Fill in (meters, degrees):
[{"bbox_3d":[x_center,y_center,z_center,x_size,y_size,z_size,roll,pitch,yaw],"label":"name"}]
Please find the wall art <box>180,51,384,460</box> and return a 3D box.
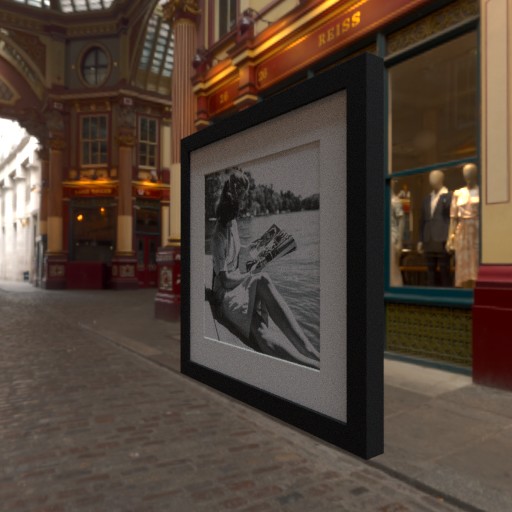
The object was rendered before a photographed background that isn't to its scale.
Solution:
[{"bbox_3d":[0.000,0.000,0.692,0.030,0.458,0.462,0,0,-36],"label":"wall art"}]
